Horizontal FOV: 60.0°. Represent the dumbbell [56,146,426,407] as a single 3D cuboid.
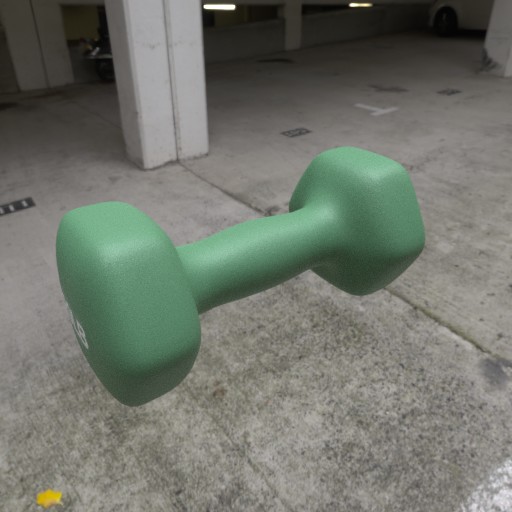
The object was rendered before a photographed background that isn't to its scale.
[{"bbox_3d":[0.000,0.000,0.318,0.257,0.114,0.126,-19,35,-30],"label":"dumbbell"}]
